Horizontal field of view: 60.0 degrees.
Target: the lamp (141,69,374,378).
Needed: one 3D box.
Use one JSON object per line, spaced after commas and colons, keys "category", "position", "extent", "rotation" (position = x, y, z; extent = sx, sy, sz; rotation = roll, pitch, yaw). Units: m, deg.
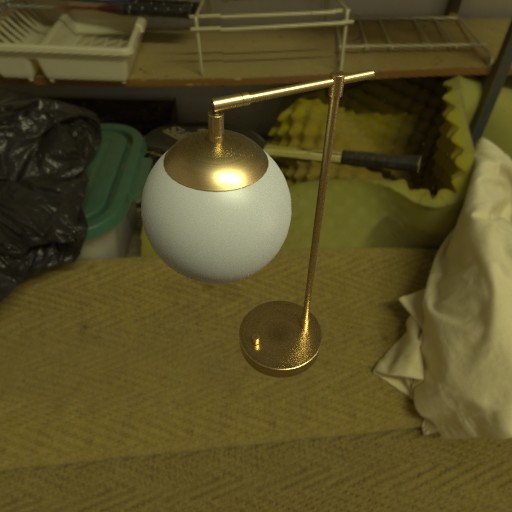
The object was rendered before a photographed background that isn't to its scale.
{"category": "lamp", "position": [0.000, 0.000, 0.718], "extent": [0.324, 0.559, 0.207], "rotation": [-17, 48, -16]}
